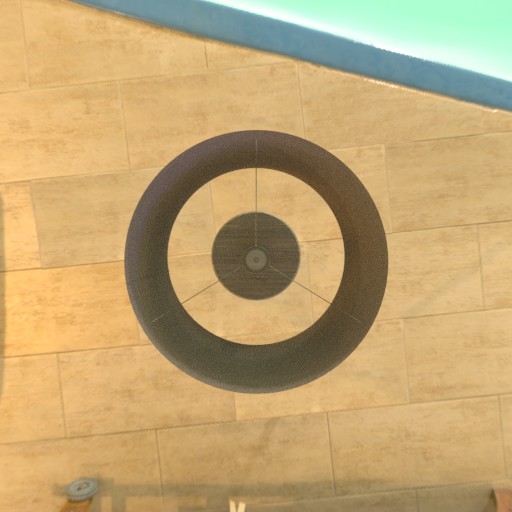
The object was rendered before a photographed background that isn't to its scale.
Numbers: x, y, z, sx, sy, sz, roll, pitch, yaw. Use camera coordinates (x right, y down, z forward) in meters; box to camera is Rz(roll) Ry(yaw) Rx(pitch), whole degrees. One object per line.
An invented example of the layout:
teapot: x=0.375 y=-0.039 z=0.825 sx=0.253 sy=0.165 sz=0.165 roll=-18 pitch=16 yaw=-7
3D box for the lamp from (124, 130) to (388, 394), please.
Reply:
lamp: x=0.000 y=0.000 z=0.600 sx=0.228 sy=0.444 sz=0.228 roll=0 pitch=92 yaw=0
